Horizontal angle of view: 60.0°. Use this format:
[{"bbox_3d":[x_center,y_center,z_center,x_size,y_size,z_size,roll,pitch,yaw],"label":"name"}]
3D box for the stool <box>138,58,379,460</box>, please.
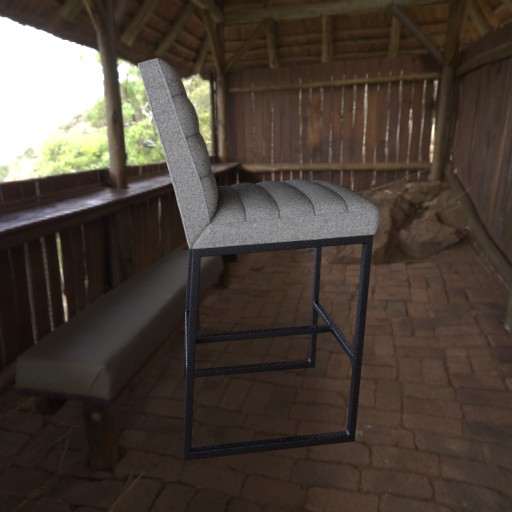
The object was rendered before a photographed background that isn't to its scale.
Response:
[{"bbox_3d":[0.000,0.000,1.320,0.571,1.034,0.459,-3,17,-9],"label":"stool"}]
